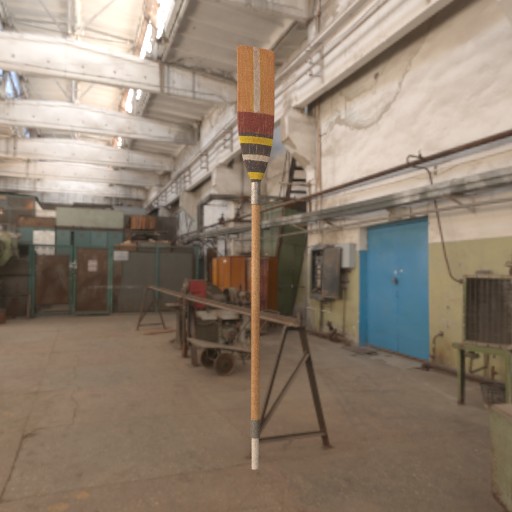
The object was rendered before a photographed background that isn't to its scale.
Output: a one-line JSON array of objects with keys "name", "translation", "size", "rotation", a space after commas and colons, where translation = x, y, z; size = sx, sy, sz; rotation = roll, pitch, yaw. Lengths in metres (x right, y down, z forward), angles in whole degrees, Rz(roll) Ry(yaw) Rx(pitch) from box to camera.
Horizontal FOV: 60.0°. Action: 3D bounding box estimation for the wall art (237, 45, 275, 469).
[{"name": "wall art", "translation": [0.000, 0.000, 1.639], "size": [0.146, 1.556, 0.038], "rotation": [0, -2, -19]}]
